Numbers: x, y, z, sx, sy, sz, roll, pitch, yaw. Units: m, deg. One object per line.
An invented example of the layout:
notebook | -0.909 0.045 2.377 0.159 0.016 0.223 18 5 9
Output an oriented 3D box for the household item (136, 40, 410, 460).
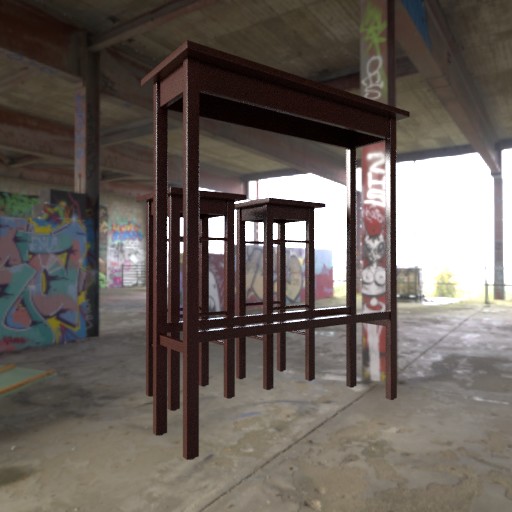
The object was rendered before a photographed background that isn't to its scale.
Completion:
household item | 0.000 0.000 1.640 0.914 1.067 0.676 0 -1 -36
